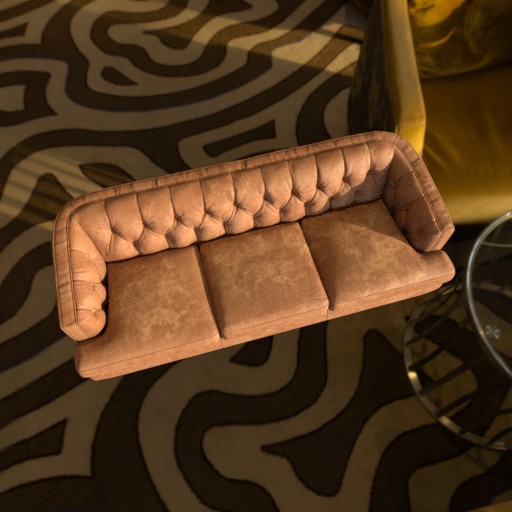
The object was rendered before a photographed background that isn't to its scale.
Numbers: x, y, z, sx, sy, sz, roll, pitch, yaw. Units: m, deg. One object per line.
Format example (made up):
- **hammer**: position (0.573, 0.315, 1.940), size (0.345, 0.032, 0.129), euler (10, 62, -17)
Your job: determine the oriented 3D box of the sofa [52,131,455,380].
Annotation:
- **sofa**: position (0.000, 0.000, 2.735), size (2.257, 0.791, 0.922), euler (-14, 63, -7)
